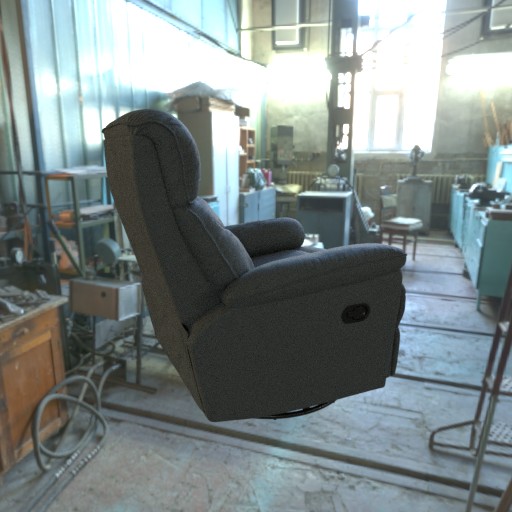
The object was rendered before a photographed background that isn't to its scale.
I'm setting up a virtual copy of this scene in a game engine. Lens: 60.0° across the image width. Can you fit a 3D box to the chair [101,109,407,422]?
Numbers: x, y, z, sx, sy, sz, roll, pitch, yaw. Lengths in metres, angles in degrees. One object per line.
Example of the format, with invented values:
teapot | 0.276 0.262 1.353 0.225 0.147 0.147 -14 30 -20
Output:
chair | 0.000 0.000 1.710 1.004 1.037 0.820 -6 15 -25
